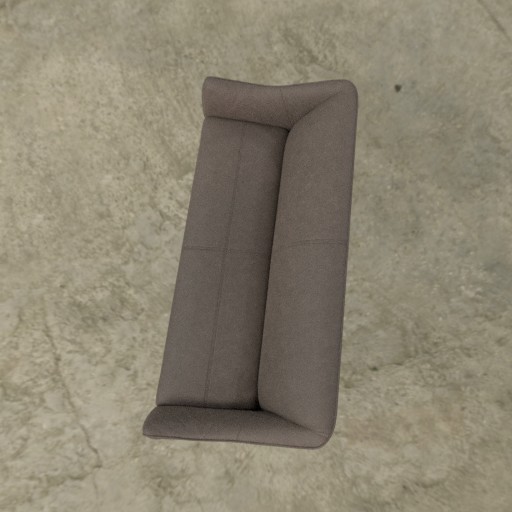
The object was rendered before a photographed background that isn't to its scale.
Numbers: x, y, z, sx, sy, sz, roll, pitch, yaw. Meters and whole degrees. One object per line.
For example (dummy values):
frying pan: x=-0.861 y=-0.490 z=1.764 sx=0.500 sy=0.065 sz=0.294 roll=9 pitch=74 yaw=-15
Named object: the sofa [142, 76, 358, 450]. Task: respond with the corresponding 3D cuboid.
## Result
sofa: x=0.000 y=0.000 z=2.435 sx=0.869 sy=0.831 sz=1.928 roll=7 pitch=75 yaw=2
